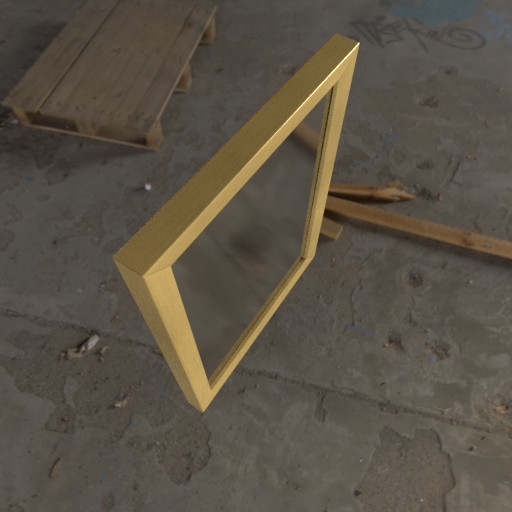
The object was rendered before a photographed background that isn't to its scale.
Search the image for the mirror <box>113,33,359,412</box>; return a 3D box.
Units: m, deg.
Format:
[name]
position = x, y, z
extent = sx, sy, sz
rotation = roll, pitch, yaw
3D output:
[mirror]
position = 0.000, 0.000, 0.687
extent = 0.041, 0.508, 0.405
rotation = 30, 63, 17
